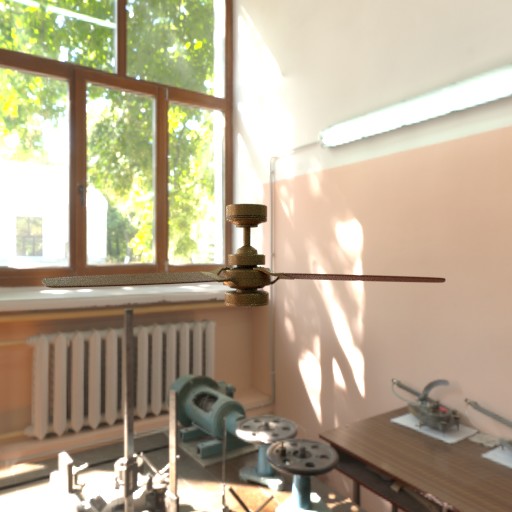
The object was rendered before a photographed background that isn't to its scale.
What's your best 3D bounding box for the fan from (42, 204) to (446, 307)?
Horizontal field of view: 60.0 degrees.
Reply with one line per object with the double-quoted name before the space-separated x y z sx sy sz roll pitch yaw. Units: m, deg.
"fan" 0.000 0.000 2.032 1.416 0.425 1.271 0 0 1
